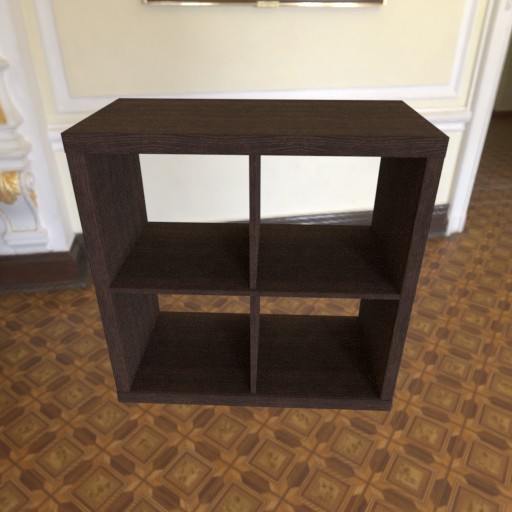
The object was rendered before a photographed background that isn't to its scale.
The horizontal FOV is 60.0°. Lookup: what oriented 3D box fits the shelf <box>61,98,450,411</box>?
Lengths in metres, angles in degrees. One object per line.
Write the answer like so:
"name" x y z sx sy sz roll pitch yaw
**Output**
"shelf" 0.000 0.000 1.263 0.790 0.786 0.390 1 30 2
